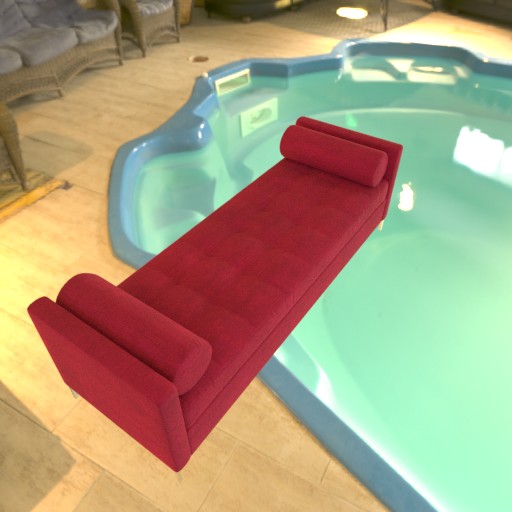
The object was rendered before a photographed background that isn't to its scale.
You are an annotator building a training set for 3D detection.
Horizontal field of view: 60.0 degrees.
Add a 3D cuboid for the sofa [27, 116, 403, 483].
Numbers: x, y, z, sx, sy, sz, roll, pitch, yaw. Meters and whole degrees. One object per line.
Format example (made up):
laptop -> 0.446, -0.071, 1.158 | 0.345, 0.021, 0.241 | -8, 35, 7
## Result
sofa -> 0.000, 0.000, 2.274 | 0.686, 0.635, 1.981 | 25, 48, 25
